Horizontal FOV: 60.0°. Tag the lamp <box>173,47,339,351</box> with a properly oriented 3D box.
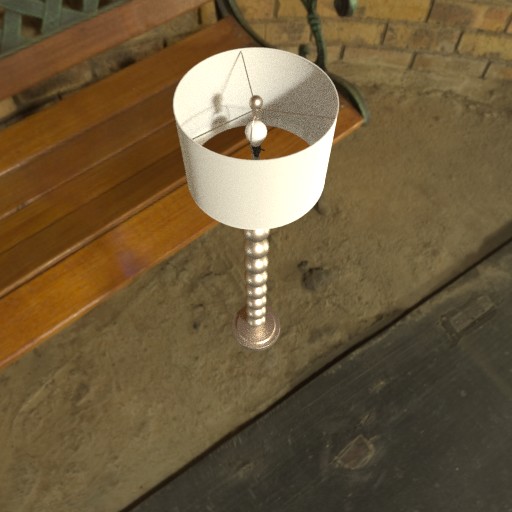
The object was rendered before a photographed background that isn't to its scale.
[{"bbox_3d":[0.000,0.000,1.676,0.394,1.474,0.394,16,61,9],"label":"lamp"}]
